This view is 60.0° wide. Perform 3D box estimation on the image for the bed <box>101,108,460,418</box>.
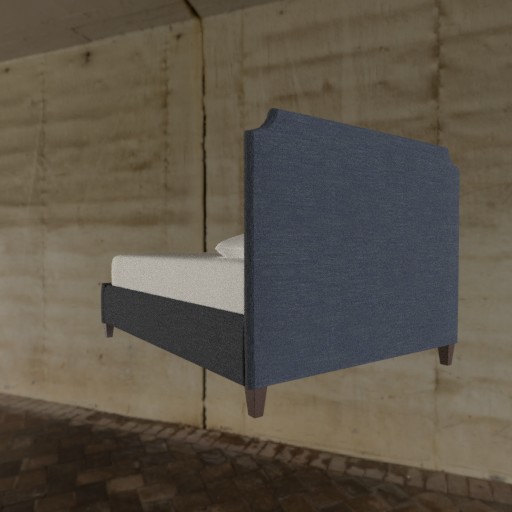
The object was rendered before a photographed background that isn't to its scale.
[{"bbox_3d":[0.000,0.000,3.417,1.713,1.443,2.372,-1,1,-35],"label":"bed"}]
